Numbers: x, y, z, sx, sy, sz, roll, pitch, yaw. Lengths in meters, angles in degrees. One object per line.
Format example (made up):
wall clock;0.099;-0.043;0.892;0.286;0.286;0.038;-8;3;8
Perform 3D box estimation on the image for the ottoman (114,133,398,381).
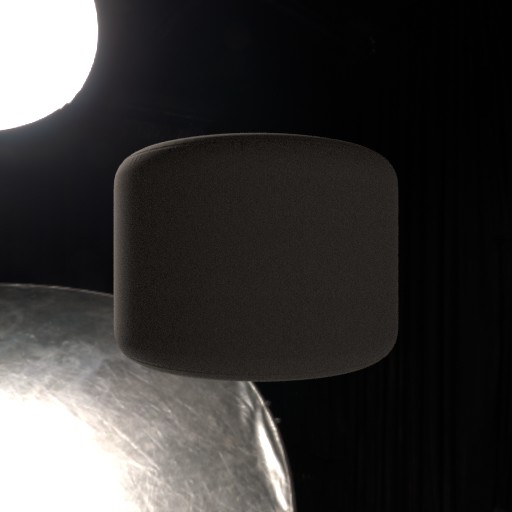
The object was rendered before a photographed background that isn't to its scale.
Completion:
ottoman;0.000;0.000;0.995;0.608;0.433;0.608;0;0;0
